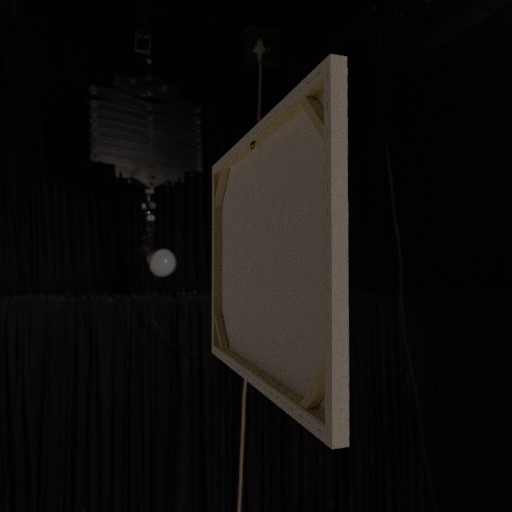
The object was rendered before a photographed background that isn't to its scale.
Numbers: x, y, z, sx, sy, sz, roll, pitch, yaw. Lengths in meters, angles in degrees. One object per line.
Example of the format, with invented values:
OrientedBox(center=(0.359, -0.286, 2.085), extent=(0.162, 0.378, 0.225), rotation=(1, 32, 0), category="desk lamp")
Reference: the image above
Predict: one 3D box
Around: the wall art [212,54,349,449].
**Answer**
OrientedBox(center=(0.000, 0.000, 1.341), extent=(0.038, 0.762, 1.016), rotation=(1, -2, -19), category="wall art")
